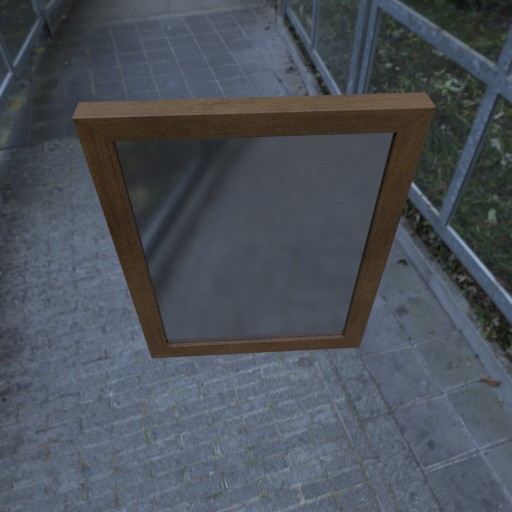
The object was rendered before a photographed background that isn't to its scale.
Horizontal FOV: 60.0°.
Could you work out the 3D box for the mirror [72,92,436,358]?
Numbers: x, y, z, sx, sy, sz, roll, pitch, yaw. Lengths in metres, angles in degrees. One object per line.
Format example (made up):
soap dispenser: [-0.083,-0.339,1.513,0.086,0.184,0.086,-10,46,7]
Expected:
mirror: [0.000,0.000,0.691,0.405,0.508,0.041,-3,47,-2]
